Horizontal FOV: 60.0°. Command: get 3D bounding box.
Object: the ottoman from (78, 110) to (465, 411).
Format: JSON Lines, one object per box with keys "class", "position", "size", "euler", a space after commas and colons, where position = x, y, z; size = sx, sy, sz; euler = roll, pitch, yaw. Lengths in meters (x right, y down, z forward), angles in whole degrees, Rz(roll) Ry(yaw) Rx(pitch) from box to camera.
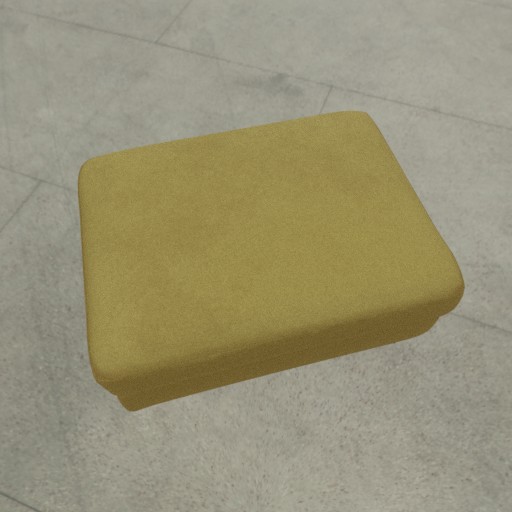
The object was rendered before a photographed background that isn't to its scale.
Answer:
{"class": "ottoman", "position": [0.000, 0.000, 1.161], "size": [0.811, 0.449, 0.608], "euler": [-12, 59, -7]}
